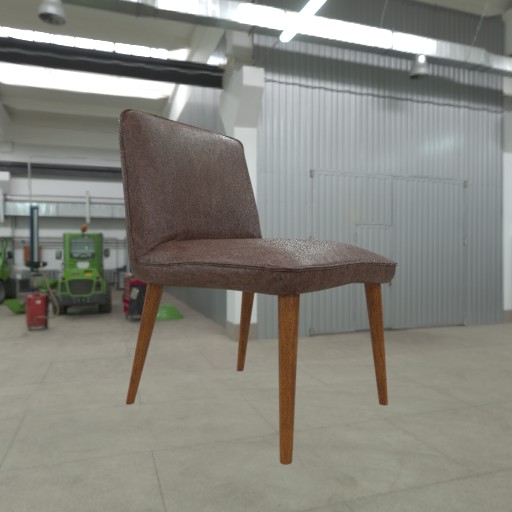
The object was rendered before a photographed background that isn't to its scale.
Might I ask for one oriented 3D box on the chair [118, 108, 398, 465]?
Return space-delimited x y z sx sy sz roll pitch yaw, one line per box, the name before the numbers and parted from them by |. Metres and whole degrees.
chair | 0.000 0.000 1.194 0.645 0.803 0.543 0 1 36
